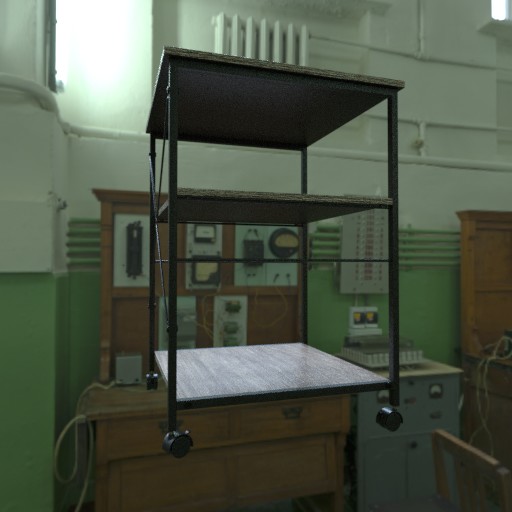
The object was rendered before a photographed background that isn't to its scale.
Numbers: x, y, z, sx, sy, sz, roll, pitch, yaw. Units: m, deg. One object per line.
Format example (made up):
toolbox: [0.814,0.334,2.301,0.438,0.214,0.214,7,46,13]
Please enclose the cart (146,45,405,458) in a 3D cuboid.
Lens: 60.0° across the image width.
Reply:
cart: [0.000,0.000,1.134,0.520,0.762,0.521,0,-1,-18]
